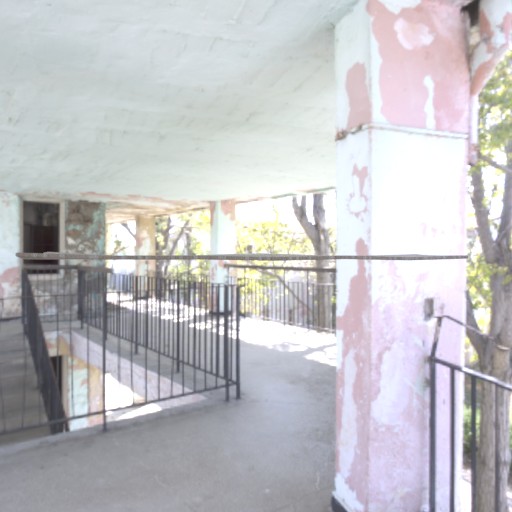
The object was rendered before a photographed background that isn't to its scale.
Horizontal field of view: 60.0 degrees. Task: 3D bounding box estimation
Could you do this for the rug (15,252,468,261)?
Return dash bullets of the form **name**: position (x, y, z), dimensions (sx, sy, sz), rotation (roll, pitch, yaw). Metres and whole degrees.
- **rug**: position (0.000, 0.000, 2.673), dimensions (2.452, 0.051, 0.752), rotation (0, 0, -17)
